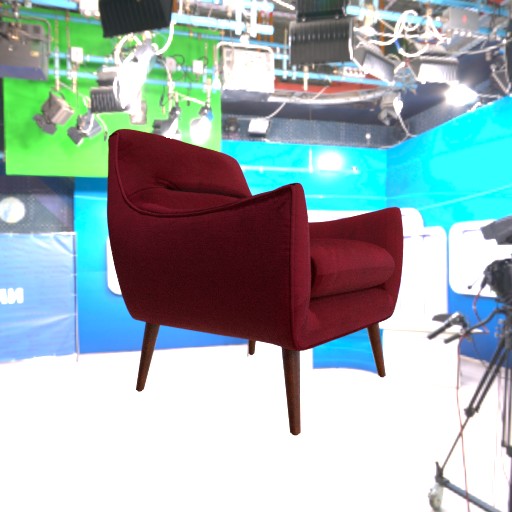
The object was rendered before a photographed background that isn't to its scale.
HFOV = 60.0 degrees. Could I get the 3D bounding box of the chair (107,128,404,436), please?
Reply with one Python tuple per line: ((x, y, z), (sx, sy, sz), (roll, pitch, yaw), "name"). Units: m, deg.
((0.000, 0.000, 1.480), (0.787, 0.838, 0.762), (1, 1, 36), "chair")
